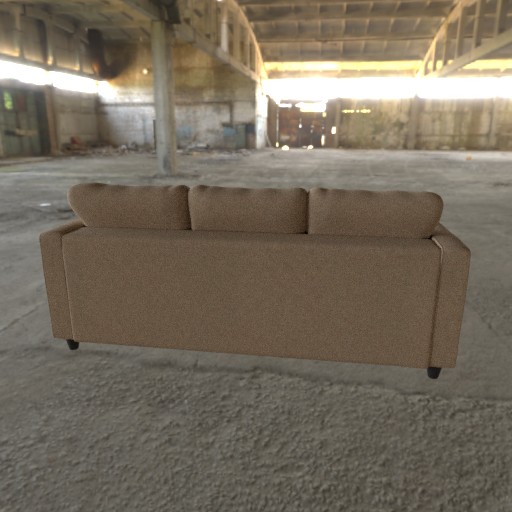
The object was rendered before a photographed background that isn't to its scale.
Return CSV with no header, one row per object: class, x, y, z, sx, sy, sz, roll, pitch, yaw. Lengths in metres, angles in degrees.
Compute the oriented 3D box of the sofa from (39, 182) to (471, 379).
sofa,0.000,0.000,2.352,1.855,0.800,0.930,2,16,9
